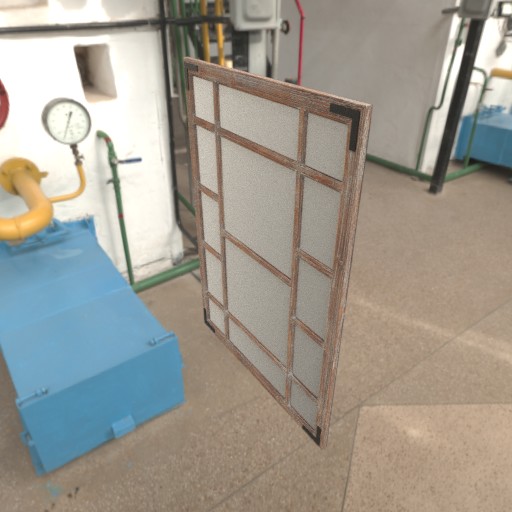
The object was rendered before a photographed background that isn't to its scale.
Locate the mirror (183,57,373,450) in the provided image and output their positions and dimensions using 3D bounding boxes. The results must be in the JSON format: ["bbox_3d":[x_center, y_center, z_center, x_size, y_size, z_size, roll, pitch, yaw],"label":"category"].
[{"bbox_3d":[0.000,0.000,1.300,0.025,0.996,0.705,-21,37,-29],"label":"mirror"}]
